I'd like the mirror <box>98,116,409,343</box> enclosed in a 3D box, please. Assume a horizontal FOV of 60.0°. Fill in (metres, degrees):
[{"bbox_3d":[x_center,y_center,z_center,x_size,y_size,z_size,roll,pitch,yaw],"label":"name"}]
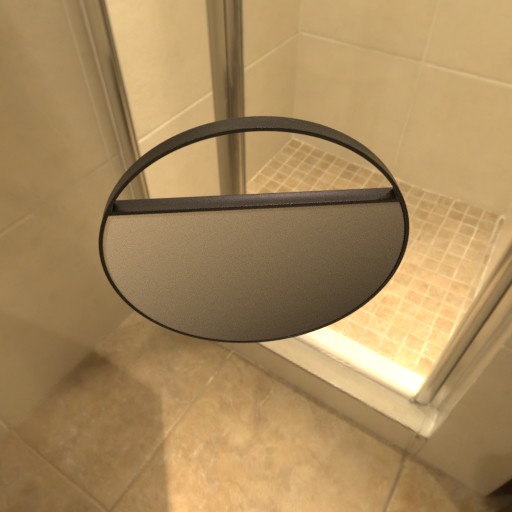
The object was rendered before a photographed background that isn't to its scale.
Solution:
[{"bbox_3d":[0.000,0.000,0.840,0.565,0.565,0.032,-3,47,-3],"label":"mirror"}]
